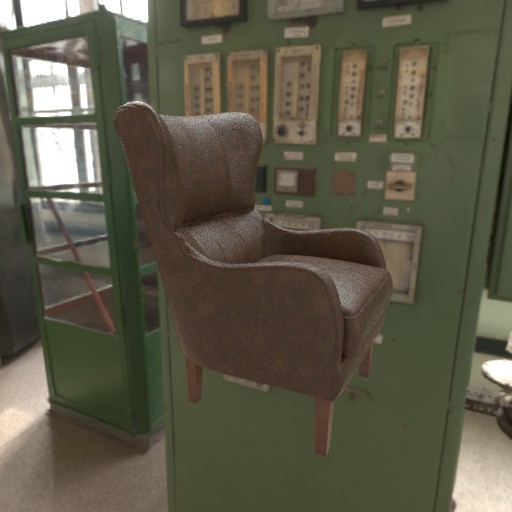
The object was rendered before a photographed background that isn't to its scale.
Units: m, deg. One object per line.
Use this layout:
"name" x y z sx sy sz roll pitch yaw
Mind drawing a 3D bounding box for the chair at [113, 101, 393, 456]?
"chair" 0.000 0.000 1.623 0.914 1.048 0.692 8 17 27
